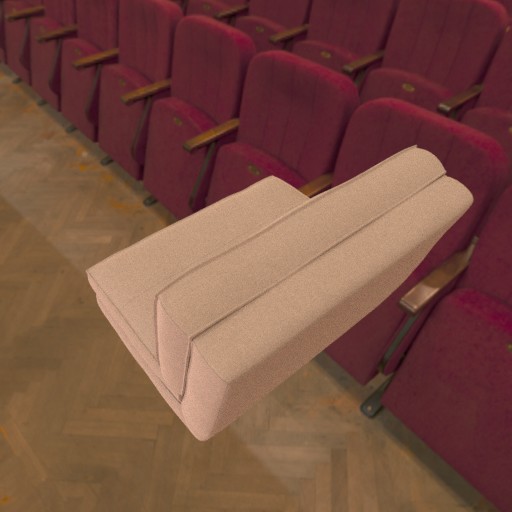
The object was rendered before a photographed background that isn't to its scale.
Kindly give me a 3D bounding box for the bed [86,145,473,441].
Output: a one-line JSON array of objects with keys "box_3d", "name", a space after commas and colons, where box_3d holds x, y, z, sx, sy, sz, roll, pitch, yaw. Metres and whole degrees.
[{"box_3d": [0.000, 0.000, 1.268, 0.799, 0.614, 0.749, -31, 53, -27], "name": "bed"}]
